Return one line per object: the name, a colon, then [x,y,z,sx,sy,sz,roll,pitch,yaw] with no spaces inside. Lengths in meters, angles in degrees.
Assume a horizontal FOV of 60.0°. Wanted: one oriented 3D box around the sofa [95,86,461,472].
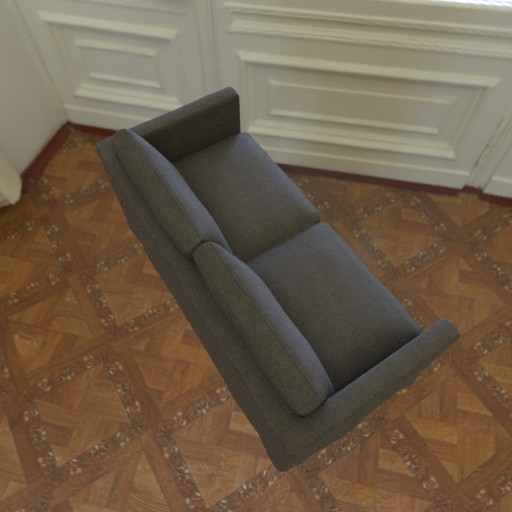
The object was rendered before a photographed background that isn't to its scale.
sofa: [0.000,0.000,2.468,0.953,0.855,1.982,-29,64,-16]
